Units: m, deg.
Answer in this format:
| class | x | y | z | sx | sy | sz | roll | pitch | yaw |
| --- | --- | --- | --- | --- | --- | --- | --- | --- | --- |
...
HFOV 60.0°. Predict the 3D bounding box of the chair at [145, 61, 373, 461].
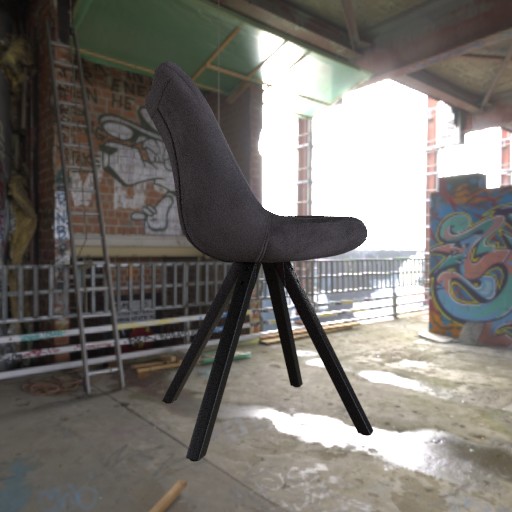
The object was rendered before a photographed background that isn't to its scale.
| class | x | y | z | sx | sy | sz | roll | pitch | yaw |
| --- | --- | --- | --- | --- | --- | --- | --- | --- | --- |
| chair | 0.000 | 0.000 | 1.171 | 0.550 | 0.850 | 0.476 | 0 | 1 | -20 |
